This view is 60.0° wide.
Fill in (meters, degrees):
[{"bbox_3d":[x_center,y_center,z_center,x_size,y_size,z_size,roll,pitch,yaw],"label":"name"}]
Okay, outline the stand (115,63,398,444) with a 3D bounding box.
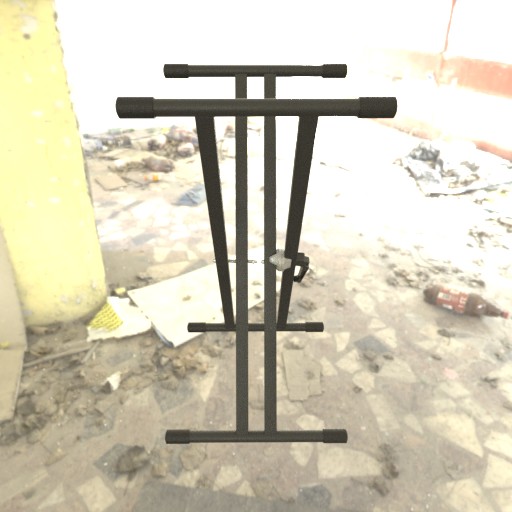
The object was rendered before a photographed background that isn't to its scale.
[{"bbox_3d":[0.000,0.000,1.189,0.495,0.900,0.503,0,30,0],"label":"stand"}]
